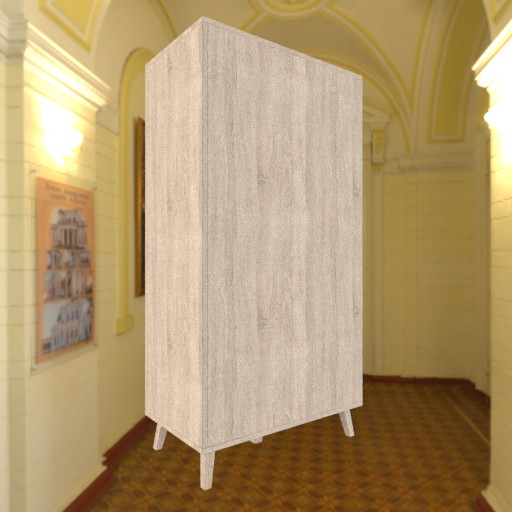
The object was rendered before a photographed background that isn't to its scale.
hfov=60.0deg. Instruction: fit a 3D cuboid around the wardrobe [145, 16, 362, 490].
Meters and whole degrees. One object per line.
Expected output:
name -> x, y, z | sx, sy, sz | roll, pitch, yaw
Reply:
wardrobe -> 0.000, 0.000, 2.349 | 1.000, 1.960, 0.600 | 0, 0, -37
